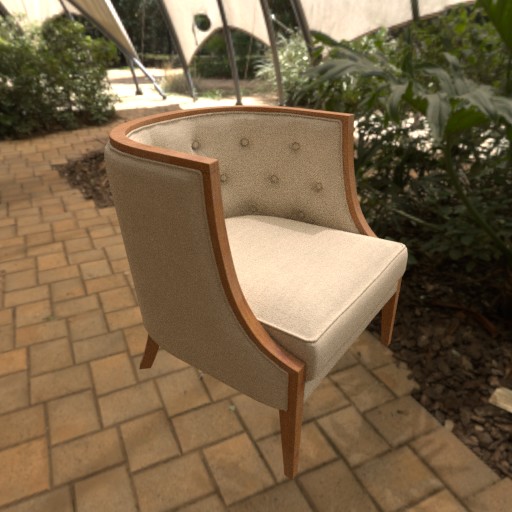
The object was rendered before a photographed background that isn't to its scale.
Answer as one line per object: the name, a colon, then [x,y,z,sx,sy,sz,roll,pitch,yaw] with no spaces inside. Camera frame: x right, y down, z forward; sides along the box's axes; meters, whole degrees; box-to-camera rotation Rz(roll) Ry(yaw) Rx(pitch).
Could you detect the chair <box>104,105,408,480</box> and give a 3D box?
chair: [0.000,0.000,1.366,0.757,0.775,0.711,18,33,31]
